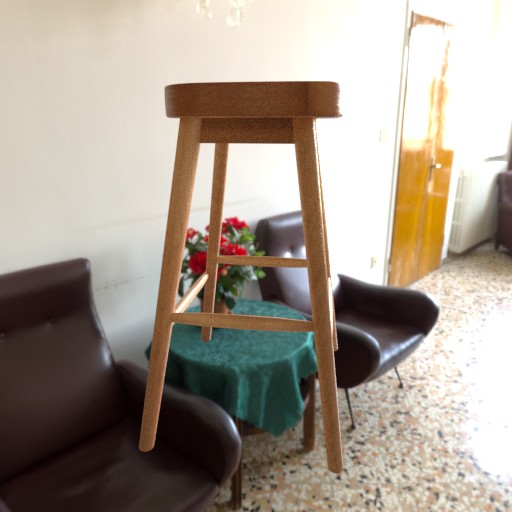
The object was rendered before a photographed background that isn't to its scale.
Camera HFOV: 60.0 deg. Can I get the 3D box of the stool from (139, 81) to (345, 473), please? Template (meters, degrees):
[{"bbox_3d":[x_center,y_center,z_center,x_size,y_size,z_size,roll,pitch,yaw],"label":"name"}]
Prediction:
[{"bbox_3d":[0.000,0.000,0.879,0.361,0.615,0.440,3,17,8],"label":"stool"}]
